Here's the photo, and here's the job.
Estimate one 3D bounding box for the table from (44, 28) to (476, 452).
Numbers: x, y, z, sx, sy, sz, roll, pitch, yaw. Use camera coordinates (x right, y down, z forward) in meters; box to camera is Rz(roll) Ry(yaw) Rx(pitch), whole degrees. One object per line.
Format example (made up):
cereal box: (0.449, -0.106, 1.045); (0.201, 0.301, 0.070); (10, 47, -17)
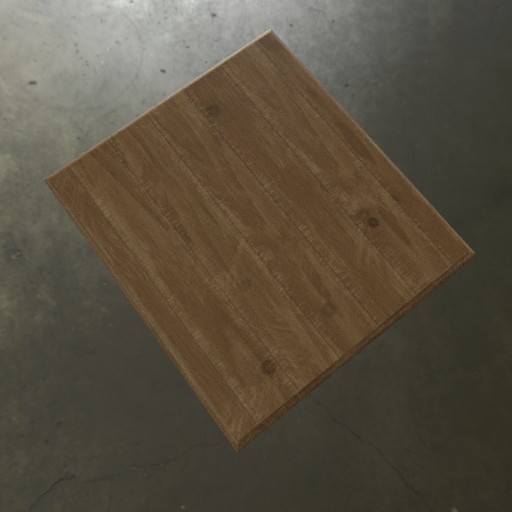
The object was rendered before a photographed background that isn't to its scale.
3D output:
table: (0.000, 0.000, 0.949); (0.457, 0.561, 0.508); (-37, 80, -8)
